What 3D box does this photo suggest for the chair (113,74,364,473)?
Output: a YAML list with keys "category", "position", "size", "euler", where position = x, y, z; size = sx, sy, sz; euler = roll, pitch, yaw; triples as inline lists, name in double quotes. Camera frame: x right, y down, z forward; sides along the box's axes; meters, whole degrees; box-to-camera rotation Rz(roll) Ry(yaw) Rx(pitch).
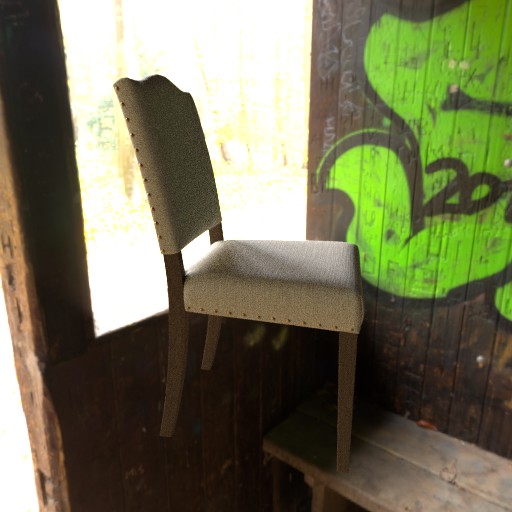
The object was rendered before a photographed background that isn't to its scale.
- category: "chair"
  position: [0.000, 0.000, 1.316]
  size: [0.619, 1.015, 0.508]
  euler: [3, 16, 11]
